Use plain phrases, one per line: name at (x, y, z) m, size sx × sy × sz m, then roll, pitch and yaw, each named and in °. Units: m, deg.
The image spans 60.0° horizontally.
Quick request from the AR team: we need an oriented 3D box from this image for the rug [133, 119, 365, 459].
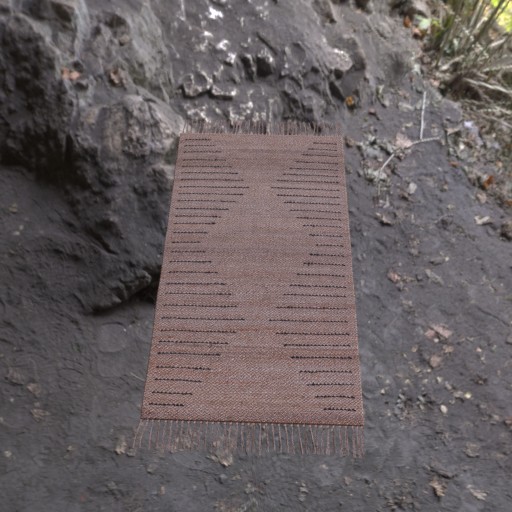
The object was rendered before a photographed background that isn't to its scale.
rug at (0.000, 0.000, 2.090) m, size 0.905 × 0.017 × 1.718 m, roll 2°, pitch 63°, yaw 1°
